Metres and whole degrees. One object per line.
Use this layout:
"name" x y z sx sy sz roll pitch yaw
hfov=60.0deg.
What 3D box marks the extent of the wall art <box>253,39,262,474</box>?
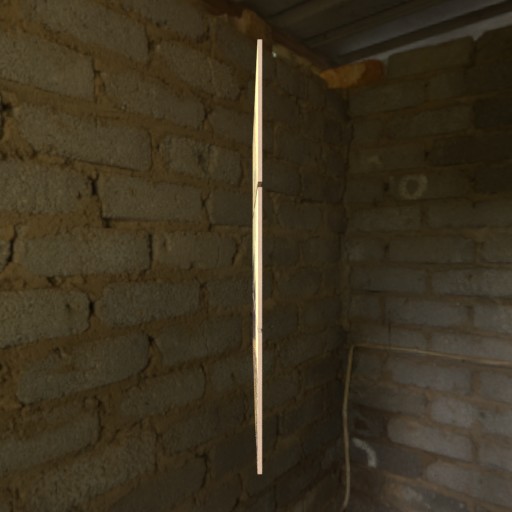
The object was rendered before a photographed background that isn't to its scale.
"wall art" 0.000 0.000 1.851 0.013 1.218 1.219 0 0 -1
